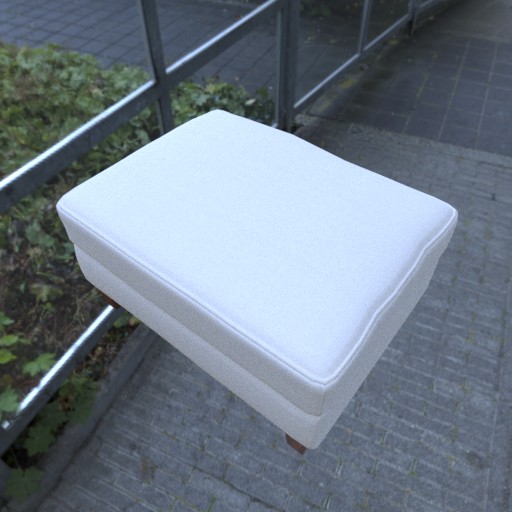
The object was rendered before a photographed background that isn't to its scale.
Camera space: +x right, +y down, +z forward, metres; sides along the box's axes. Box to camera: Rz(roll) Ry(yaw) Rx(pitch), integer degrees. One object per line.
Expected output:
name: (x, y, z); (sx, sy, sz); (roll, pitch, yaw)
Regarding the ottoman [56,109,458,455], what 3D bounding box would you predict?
ottoman: (0.000, 0.000, 1.219); (0.818, 0.479, 0.634); (30, 53, 26)
